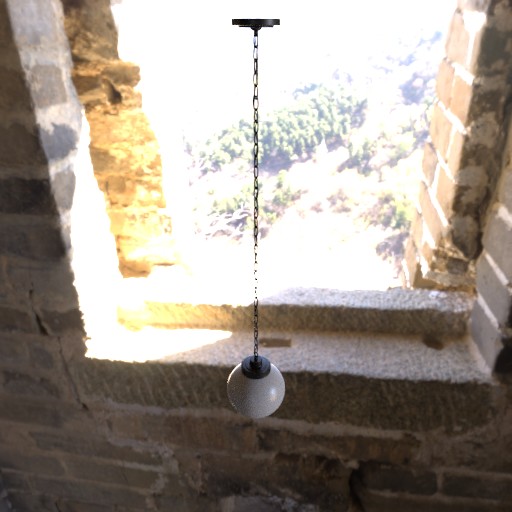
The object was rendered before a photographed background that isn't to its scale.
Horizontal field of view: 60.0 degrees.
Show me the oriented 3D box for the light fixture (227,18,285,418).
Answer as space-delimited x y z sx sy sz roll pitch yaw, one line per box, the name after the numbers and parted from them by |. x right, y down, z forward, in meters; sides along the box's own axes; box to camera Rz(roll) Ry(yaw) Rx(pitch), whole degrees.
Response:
0.000 0.000 1.977 0.304 1.867 0.305 -19 33 -32 | light fixture
